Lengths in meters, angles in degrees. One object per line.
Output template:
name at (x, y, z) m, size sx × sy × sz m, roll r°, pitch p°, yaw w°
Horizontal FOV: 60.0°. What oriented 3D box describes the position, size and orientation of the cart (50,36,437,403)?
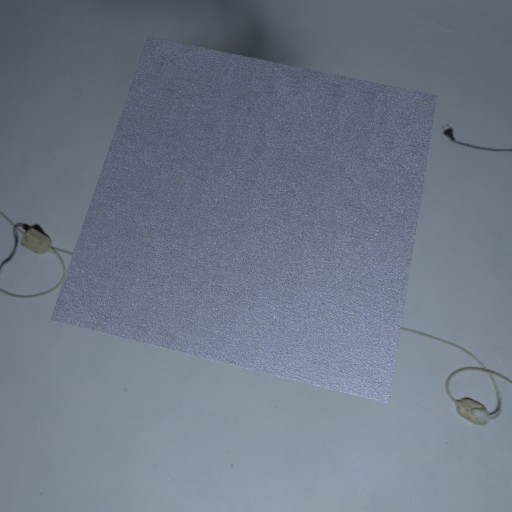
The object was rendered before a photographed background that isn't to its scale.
cart at (0.000, 0.000, 1.089) m, size 0.521 × 0.762 × 0.520 m, roll 13°, pitch 77°, yaw 3°
